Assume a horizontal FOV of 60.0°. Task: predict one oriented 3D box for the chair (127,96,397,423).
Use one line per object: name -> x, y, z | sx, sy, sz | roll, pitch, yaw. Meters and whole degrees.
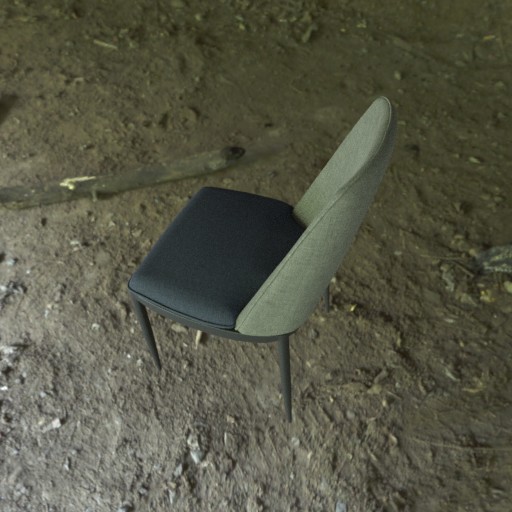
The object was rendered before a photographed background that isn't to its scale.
chair -> 0.000, 0.000, 1.181 | 0.550, 0.855, 0.488 | 16, 48, 15
